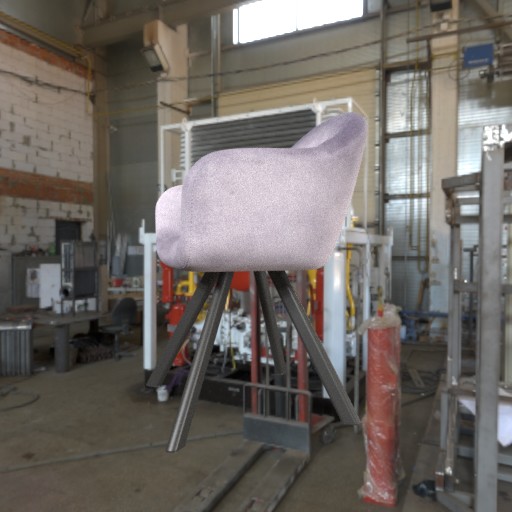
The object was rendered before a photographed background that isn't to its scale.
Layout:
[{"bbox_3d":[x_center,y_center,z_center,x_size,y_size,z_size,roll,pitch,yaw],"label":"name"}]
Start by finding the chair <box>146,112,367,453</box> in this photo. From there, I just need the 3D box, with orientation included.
[{"bbox_3d":[0.000,0.000,1.192,0.540,0.780,0.570,0,1,-19],"label":"chair"}]
